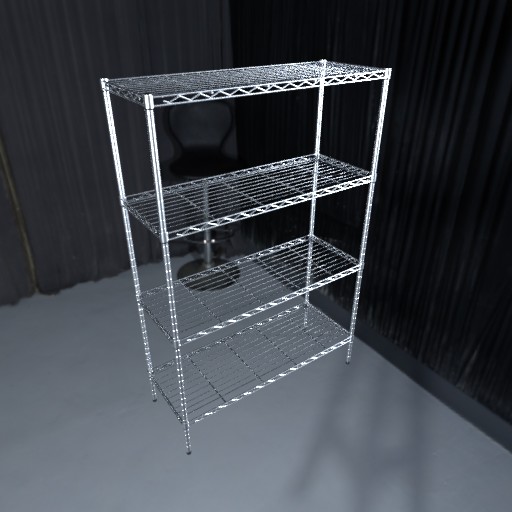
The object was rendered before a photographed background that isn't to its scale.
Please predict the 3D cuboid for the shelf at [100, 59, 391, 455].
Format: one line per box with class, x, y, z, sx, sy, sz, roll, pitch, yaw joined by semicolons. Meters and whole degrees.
shelf;0.000;0.000;1.764;0.907;1.360;0.352;-19;35;-30
